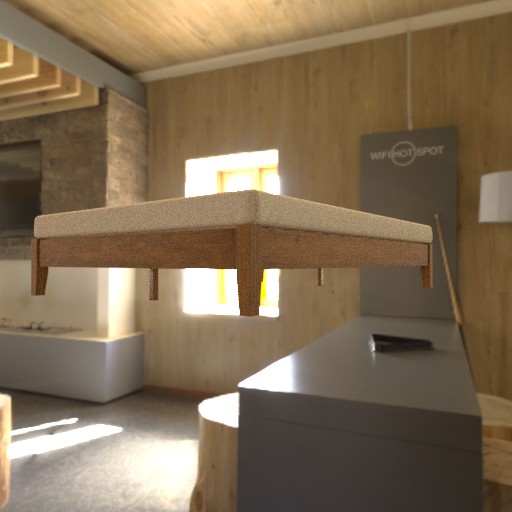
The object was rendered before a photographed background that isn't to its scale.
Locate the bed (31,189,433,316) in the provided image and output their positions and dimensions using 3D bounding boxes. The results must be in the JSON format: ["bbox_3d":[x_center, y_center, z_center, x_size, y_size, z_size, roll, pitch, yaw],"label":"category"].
[{"bbox_3d":[0.000,0.000,2.724,1.536,0.431,2.016,-1,-1,38],"label":"bed"}]
